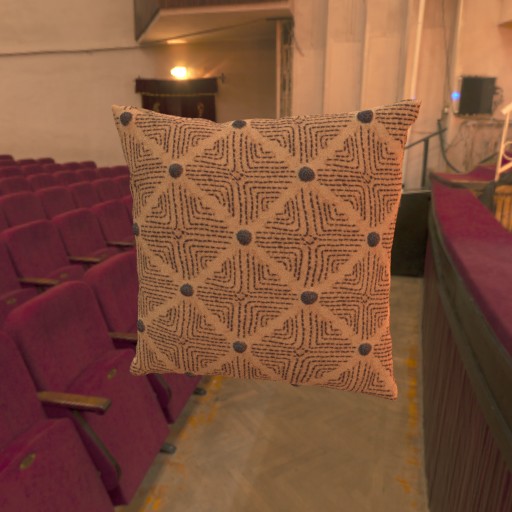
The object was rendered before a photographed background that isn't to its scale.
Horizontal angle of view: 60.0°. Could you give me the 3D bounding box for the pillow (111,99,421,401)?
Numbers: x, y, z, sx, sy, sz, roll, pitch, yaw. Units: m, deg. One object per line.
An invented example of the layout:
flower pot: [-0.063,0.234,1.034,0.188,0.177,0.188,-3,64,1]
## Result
pillow: [0.000,0.000,0.772,0.510,0.510,0.145,3,15,10]
